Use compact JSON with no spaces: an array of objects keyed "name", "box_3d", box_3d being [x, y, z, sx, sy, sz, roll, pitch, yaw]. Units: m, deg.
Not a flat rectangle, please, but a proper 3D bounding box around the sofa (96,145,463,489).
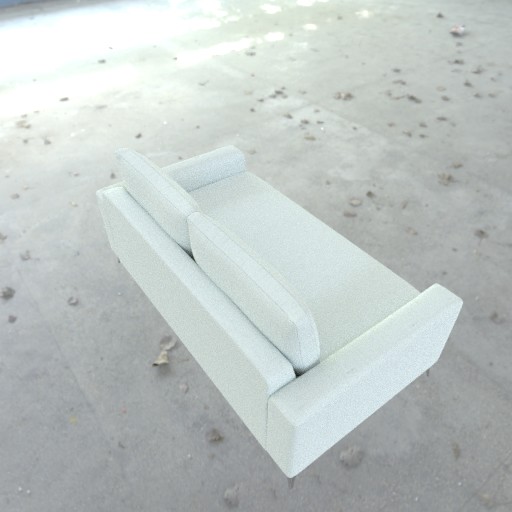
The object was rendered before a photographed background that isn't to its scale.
[{"name":"sofa","box_3d":[0.000,0.000,2.134,0.920,0.790,1.650,-26,48,-27]}]
